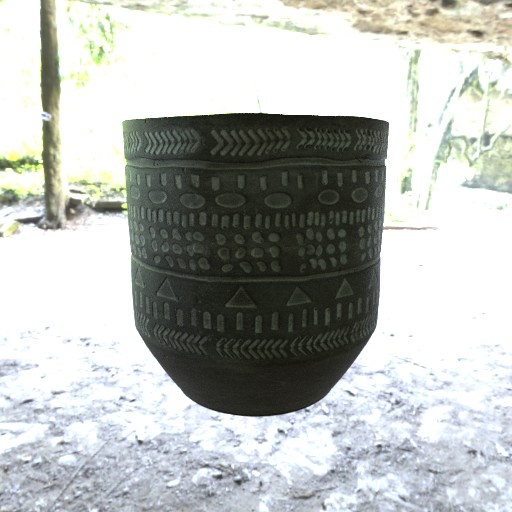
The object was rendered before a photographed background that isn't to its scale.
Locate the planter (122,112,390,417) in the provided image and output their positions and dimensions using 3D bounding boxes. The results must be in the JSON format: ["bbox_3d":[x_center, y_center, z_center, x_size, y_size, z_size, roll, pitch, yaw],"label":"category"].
[{"bbox_3d":[0.000,0.000,0.259,0.142,0.149,0.142,0,13,0],"label":"planter"}]
